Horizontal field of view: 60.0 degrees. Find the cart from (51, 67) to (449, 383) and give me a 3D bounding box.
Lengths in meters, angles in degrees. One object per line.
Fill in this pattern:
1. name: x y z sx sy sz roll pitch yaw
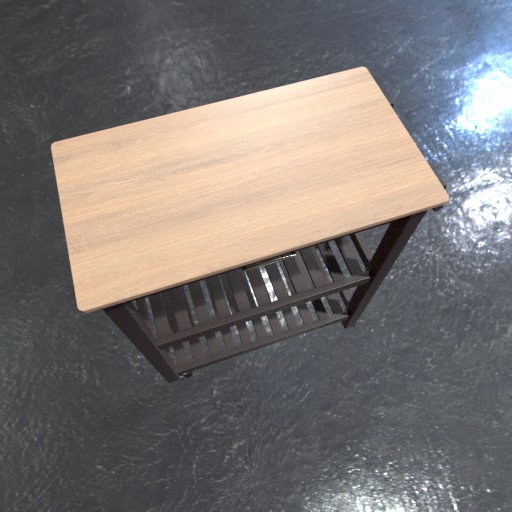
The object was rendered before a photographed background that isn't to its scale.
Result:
1. cart: 0.000 0.000 1.454 0.899 0.927 0.457 -17 64 -8
